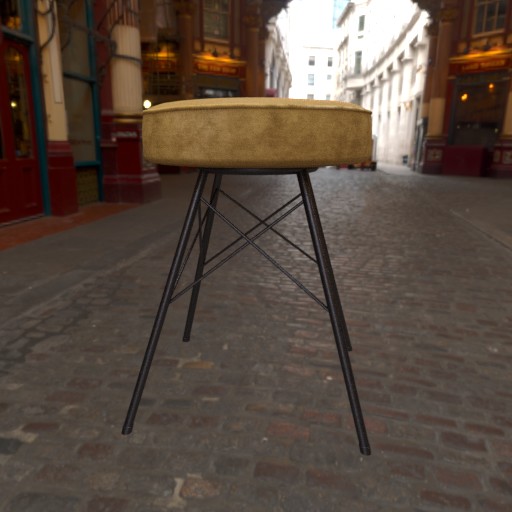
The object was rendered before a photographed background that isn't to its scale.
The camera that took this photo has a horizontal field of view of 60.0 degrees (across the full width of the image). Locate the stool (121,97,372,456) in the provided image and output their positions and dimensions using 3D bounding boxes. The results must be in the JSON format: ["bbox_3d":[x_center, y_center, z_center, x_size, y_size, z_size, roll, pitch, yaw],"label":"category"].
[{"bbox_3d":[0.000,0.000,0.916,0.472,0.595,0.438,2,15,9],"label":"stool"}]
